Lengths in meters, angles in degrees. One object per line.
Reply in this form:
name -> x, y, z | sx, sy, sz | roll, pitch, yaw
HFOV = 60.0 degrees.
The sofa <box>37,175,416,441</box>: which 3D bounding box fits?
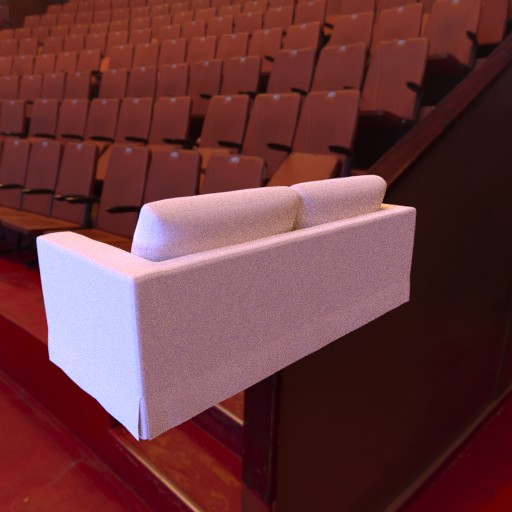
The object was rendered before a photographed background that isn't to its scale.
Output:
sofa -> 0.000, 0.000, 2.633 | 2.163, 0.881, 0.954 | -15, 22, -43
